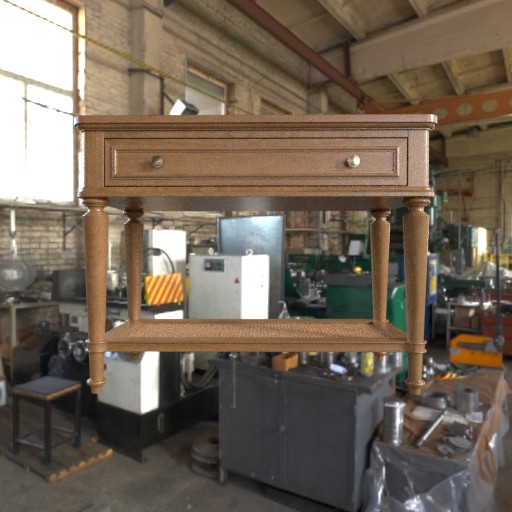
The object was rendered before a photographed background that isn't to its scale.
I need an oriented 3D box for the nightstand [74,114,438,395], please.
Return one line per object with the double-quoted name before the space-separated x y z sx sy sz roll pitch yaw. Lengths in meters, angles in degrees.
"nightstand" 0.000 0.000 1.309 0.914 0.700 0.432 0 1 1
